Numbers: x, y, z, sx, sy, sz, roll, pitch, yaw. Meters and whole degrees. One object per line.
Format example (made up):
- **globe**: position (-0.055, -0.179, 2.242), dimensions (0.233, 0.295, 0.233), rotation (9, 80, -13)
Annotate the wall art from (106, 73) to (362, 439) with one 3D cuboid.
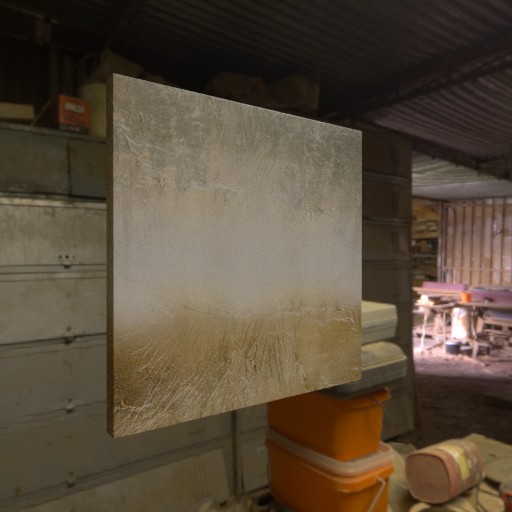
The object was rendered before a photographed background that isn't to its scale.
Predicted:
- **wall art**: position (0.000, 0.000, 0.930), dimensions (0.610, 0.610, 0.038), rotation (0, 0, -35)
